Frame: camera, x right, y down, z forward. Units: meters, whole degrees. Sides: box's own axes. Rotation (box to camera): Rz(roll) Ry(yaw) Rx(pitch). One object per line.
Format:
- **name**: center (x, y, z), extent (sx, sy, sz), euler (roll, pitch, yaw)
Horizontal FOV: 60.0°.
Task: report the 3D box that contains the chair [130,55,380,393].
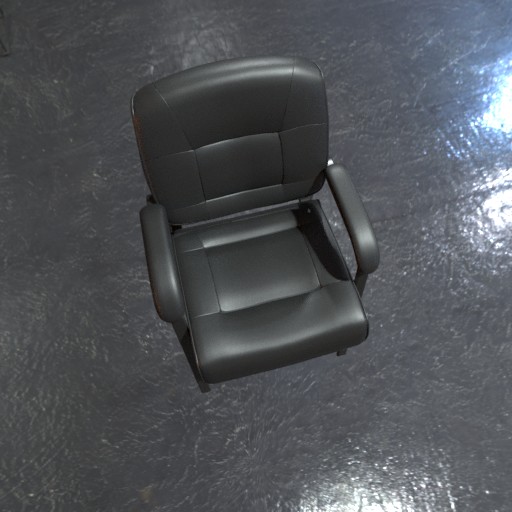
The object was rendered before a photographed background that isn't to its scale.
- **chair**: center (0.000, 0.000, 1.330), extent (0.591, 0.910, 0.668), euler (-14, 66, -6)
